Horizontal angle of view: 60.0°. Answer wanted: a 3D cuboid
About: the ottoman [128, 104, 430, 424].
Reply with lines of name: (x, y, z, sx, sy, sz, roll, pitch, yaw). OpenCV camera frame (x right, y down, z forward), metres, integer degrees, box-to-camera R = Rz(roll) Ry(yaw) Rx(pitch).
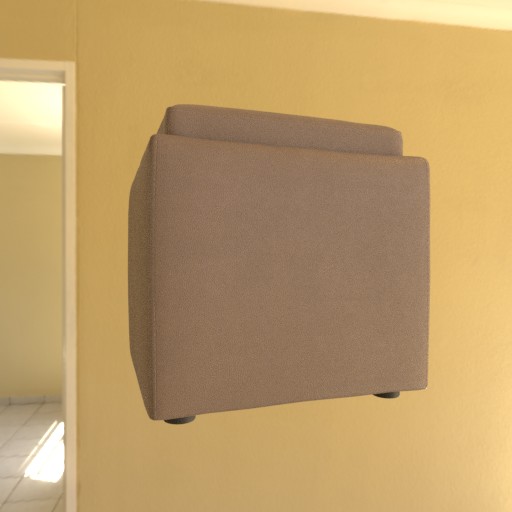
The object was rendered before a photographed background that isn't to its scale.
ottoman: (0.000, 0.000, 0.839, 0.451, 0.460, 0.450, 0, 0, -19)
